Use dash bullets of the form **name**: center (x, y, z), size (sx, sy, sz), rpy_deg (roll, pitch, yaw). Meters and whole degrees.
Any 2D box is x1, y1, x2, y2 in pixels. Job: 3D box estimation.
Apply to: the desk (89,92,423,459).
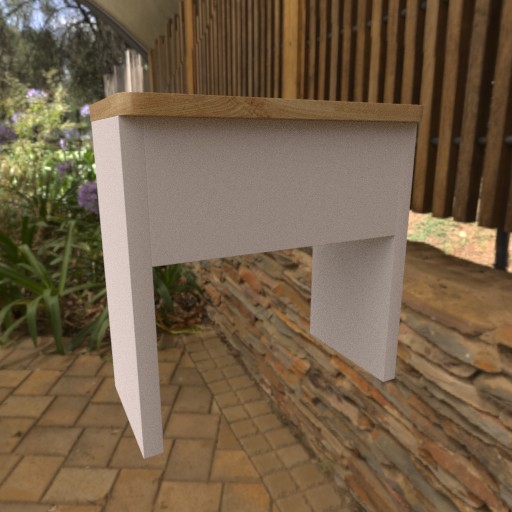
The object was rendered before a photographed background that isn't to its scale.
- **desk**: center (0.000, 0.000, 1.231), size (0.760, 0.790, 0.440), rpy_deg (-8, 17, -26)
